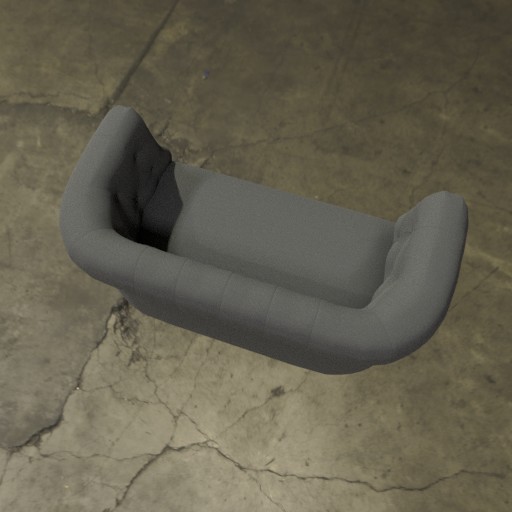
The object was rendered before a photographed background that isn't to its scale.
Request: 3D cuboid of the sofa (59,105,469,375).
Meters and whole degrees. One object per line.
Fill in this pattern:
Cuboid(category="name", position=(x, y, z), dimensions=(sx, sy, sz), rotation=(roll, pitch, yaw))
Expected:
Cuboid(category="sofa", position=(0.000, 0.000, 2.005), dimensions=(1.558, 0.827, 0.835), rotation=(17, 66, 8))
